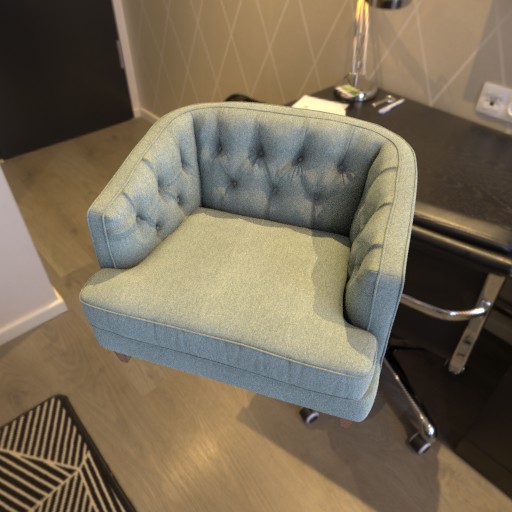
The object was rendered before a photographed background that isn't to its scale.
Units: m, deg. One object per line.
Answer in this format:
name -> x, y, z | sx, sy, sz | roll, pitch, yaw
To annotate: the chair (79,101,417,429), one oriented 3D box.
chair -> 0.000, 0.000, 1.759 | 1.094, 0.852, 0.945 | 12, 43, 13
